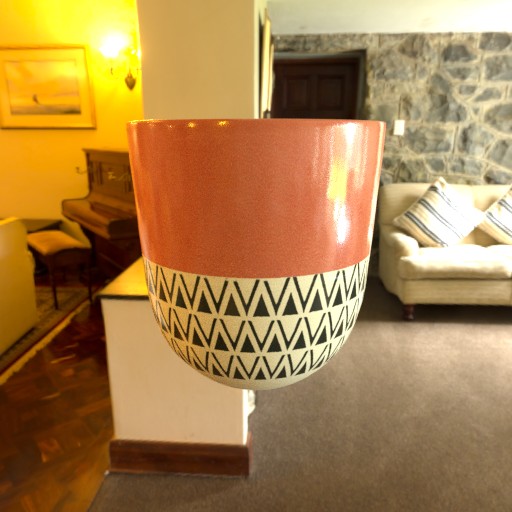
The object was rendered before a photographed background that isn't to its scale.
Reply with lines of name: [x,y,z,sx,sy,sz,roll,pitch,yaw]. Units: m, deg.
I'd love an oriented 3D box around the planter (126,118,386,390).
planter: [0.000,0.000,0.373,0.195,0.214,0.195,0,15,0]
